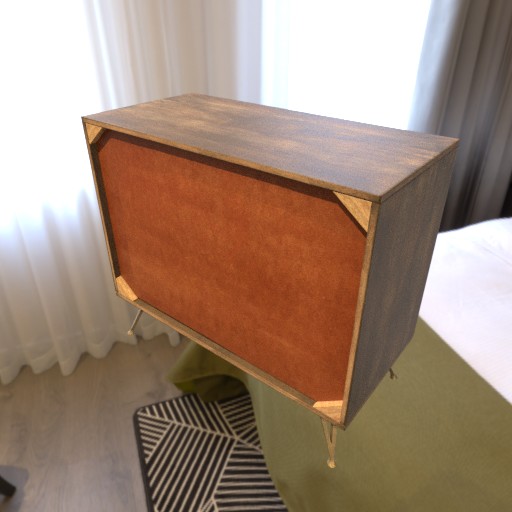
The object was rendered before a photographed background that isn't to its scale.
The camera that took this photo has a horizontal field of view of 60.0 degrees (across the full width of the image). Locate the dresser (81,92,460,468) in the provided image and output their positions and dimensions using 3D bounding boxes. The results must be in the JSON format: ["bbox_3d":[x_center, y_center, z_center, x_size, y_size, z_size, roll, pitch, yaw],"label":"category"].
[{"bbox_3d":[0.000,0.000,1.383,0.923,0.801,0.453,22,37,32],"label":"dresser"}]
